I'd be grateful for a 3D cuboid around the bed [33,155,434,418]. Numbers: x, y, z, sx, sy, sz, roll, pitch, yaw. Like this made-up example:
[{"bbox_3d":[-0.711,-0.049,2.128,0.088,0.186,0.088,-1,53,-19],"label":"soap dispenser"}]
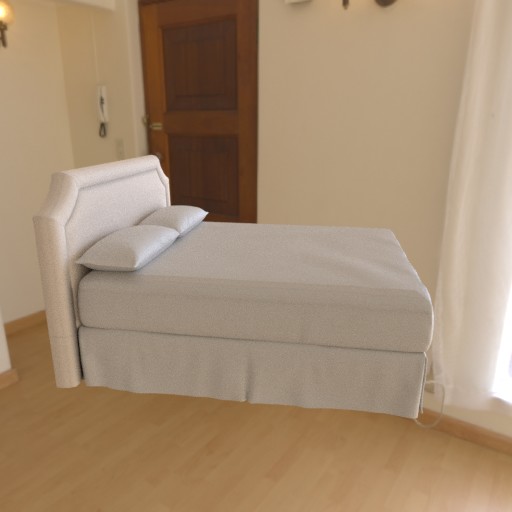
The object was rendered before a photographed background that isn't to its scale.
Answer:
[{"bbox_3d":[0.000,0.000,3.178,2.164,1.297,1.828,3,17,9],"label":"bed"}]
